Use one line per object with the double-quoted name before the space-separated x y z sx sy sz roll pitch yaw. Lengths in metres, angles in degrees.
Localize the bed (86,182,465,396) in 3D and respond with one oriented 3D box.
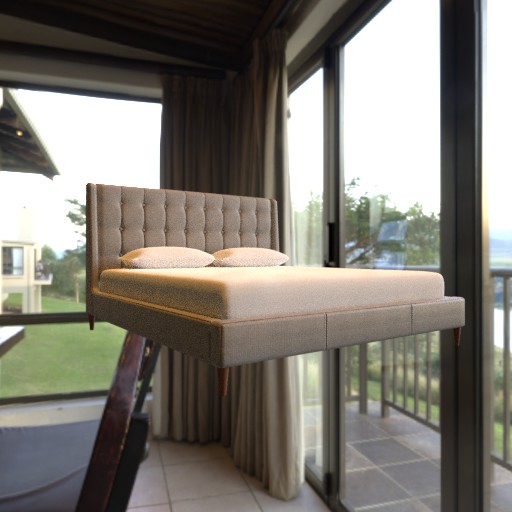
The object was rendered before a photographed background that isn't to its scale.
"bed" 0.000 0.000 3.558 2.062 1.289 2.342 0 0 -35
